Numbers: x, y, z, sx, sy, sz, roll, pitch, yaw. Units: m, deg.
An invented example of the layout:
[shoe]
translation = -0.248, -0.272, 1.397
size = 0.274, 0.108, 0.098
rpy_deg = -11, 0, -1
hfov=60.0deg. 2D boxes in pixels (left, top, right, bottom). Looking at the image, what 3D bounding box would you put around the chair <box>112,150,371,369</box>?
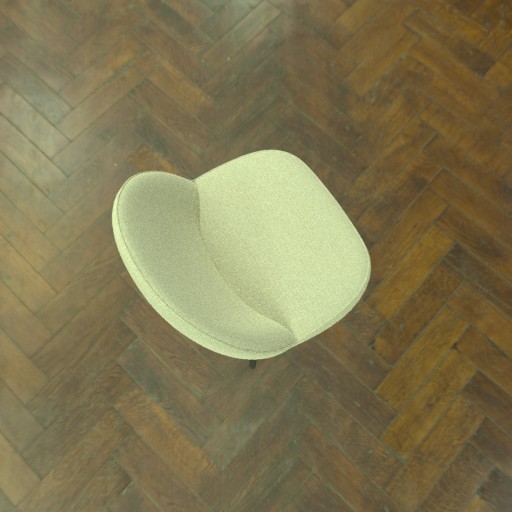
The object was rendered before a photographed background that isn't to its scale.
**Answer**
[chair]
translation = 0.000, 0.000, 1.208
size = 0.540, 0.838, 0.532
rpy_deg = -32, 77, -8
